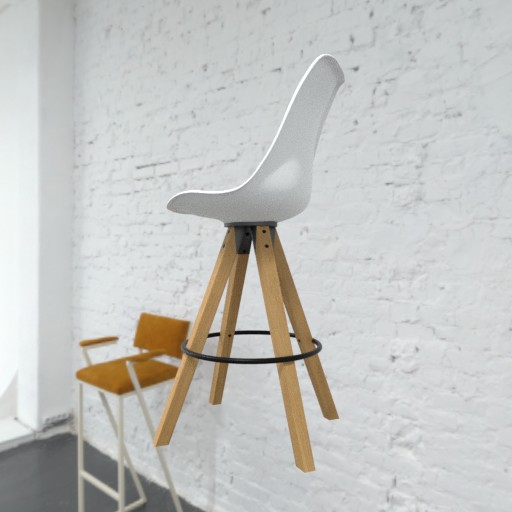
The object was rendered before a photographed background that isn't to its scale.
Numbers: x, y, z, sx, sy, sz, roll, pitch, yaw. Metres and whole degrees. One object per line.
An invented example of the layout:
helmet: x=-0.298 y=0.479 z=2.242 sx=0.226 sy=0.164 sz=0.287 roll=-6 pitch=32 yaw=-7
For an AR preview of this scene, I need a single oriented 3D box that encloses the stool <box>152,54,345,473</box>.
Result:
stool: x=0.000 y=0.000 z=1.407 sx=0.549 sy=1.115 sz=0.482 roll=0 pitch=1 yaw=20
